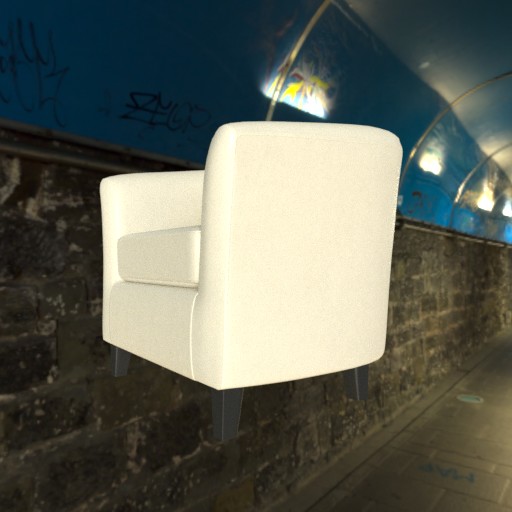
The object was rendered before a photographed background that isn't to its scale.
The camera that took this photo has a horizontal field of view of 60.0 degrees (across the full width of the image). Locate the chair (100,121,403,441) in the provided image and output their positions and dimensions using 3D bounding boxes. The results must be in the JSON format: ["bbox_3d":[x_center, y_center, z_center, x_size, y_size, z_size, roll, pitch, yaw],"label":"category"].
[{"bbox_3d":[0.000,0.000,1.356,0.727,0.756,0.792,0,-1,-37],"label":"chair"}]
